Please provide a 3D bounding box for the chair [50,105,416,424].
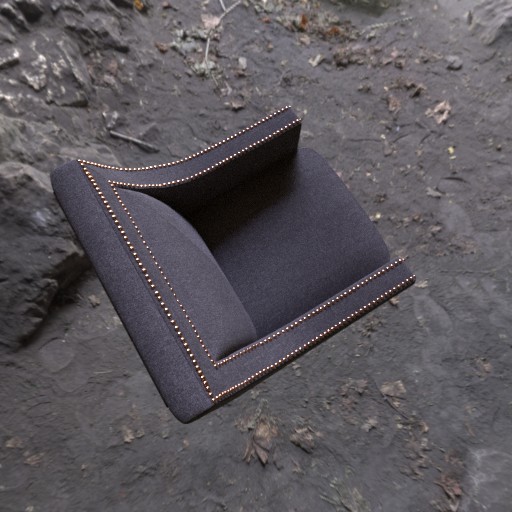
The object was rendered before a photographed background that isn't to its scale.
[{"bbox_3d":[0.000,0.000,1.623,0.884,0.967,0.776,-31,76,-8],"label":"chair"}]
